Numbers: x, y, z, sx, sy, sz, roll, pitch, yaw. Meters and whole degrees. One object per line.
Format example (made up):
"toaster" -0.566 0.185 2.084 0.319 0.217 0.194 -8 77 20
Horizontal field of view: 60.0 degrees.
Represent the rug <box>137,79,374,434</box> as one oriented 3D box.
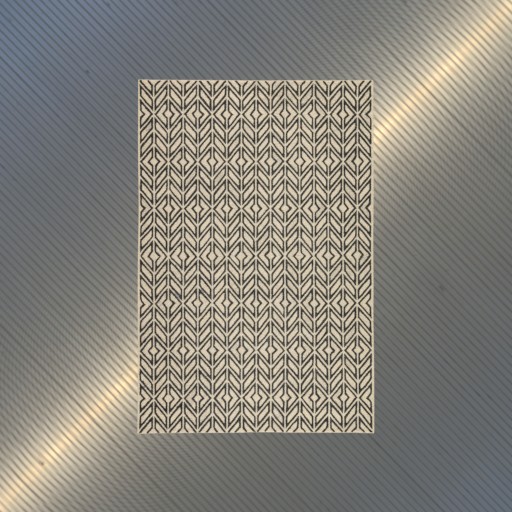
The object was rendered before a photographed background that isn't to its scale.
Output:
"rug" 0.000 0.000 2.292 1.220 0.007 1.828 0 89 0
